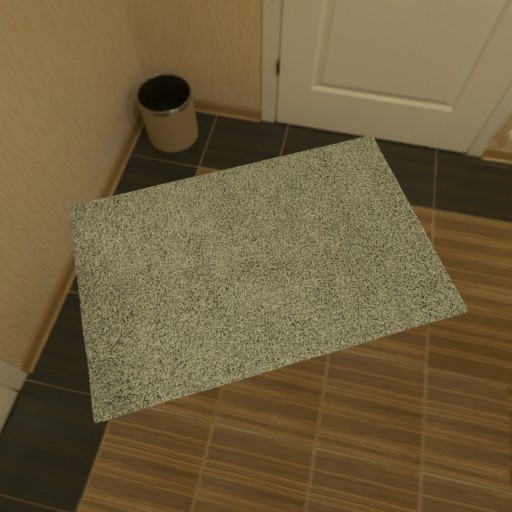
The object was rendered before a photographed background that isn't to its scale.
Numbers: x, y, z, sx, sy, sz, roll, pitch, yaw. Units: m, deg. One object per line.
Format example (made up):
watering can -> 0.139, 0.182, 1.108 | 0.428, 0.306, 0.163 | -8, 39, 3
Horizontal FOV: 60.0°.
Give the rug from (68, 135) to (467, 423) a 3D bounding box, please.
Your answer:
rug -> 0.000, 0.000, 3.484 | 2.743, 0.030, 1.778 | -15, 64, -7
